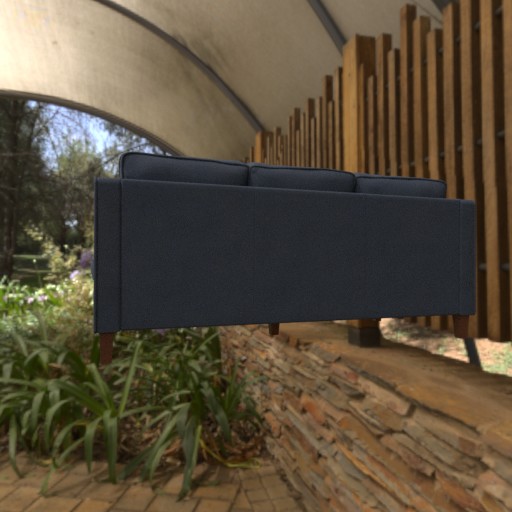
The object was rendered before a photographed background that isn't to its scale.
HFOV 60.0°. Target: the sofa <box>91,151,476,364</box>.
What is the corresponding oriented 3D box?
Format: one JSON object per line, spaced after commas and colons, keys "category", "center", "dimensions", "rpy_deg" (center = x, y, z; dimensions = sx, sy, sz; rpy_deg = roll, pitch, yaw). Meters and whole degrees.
{"category": "sofa", "center": [0.000, 0.000, 3.303], "dimensions": [2.317, 1.066, 1.858], "rpy_deg": [0, -1, -19]}
